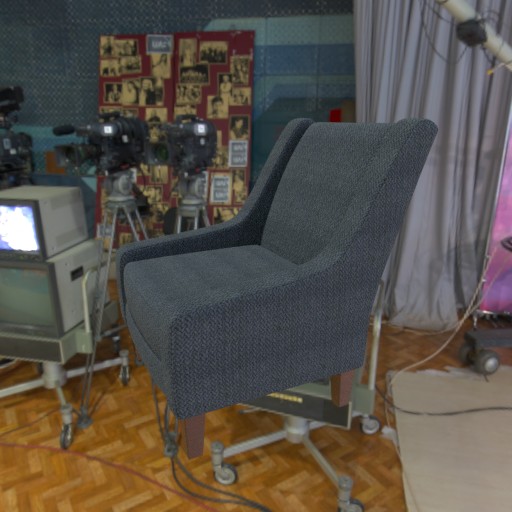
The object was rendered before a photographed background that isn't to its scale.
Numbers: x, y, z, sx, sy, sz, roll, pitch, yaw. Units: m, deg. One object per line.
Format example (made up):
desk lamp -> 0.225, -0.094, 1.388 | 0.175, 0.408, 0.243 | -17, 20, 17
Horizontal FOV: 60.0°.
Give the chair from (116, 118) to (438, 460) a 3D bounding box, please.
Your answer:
chair -> 0.000, 0.000, 1.700 | 0.944, 1.012, 0.793 | -9, 19, -26
